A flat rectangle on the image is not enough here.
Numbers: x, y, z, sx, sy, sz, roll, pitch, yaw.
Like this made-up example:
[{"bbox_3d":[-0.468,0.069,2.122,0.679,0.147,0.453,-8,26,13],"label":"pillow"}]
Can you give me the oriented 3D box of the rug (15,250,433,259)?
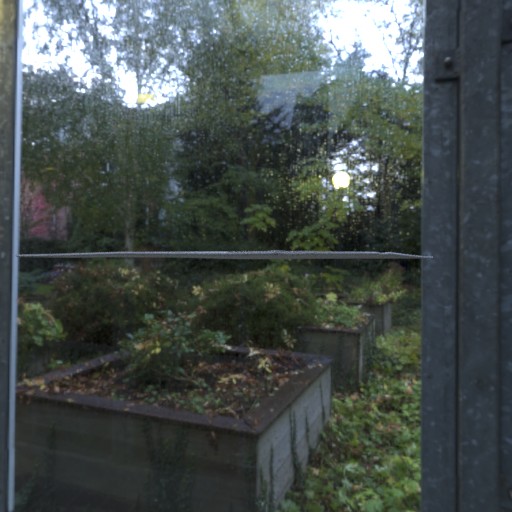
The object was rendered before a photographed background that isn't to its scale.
[{"bbox_3d":[0.000,0.000,4.190,2.467,0.046,3.245,-1,-1,35],"label":"rug"}]
